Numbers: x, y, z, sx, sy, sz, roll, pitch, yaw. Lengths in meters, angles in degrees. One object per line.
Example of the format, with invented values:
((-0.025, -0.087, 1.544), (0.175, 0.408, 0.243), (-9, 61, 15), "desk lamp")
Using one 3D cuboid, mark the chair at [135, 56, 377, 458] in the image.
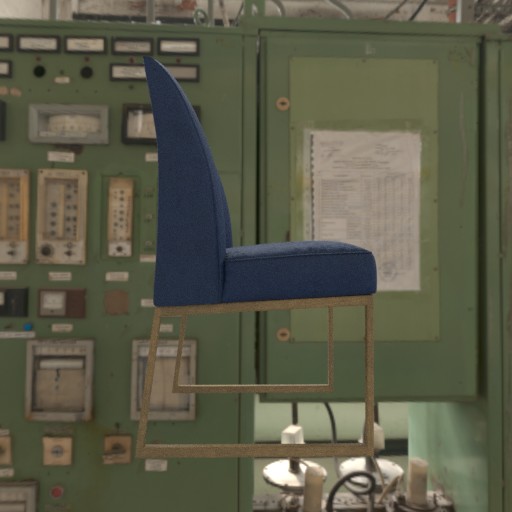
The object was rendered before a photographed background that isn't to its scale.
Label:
((0.000, 0.000, 1.185), (0.522, 0.863, 0.508), (0, 0, -1), "chair")
